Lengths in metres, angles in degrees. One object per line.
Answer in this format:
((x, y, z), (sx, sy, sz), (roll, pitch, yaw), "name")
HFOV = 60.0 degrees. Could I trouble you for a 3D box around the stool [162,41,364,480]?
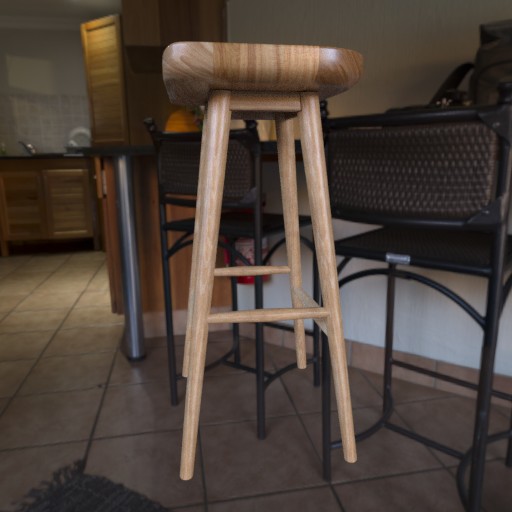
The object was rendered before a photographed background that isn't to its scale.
((0.000, 0.000, 0.890), (0.322, 0.698, 0.407), (-2, 13, -8), "stool")
